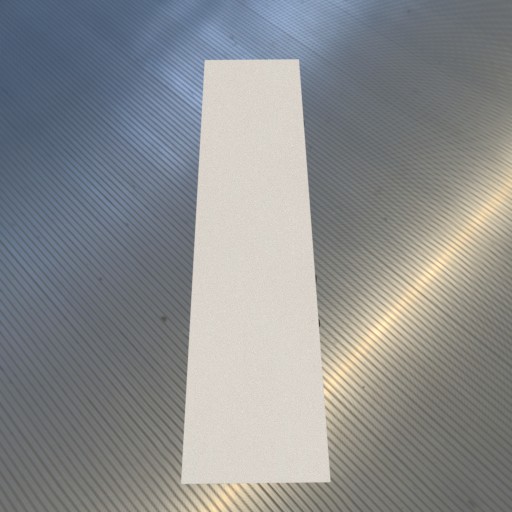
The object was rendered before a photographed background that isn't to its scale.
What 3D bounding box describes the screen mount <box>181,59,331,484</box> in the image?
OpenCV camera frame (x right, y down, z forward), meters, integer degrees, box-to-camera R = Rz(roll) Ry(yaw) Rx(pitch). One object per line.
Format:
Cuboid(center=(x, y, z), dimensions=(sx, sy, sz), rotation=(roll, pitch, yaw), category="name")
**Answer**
Cuboid(center=(0.000, 0.000, 1.767), dimensions=(0.418, 0.520, 1.600), rotation=(-1, 64, 0), category="screen mount")
